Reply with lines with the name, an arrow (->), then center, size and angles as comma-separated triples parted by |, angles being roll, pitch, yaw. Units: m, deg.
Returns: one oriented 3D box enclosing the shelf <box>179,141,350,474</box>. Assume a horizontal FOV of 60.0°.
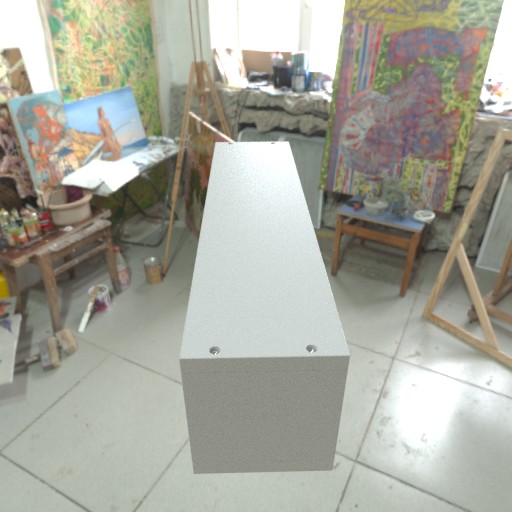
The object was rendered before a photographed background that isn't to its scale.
shelf -> 0.000, 0.000, 0.691 | 0.150, 0.170, 0.610 | -1, 32, -1
